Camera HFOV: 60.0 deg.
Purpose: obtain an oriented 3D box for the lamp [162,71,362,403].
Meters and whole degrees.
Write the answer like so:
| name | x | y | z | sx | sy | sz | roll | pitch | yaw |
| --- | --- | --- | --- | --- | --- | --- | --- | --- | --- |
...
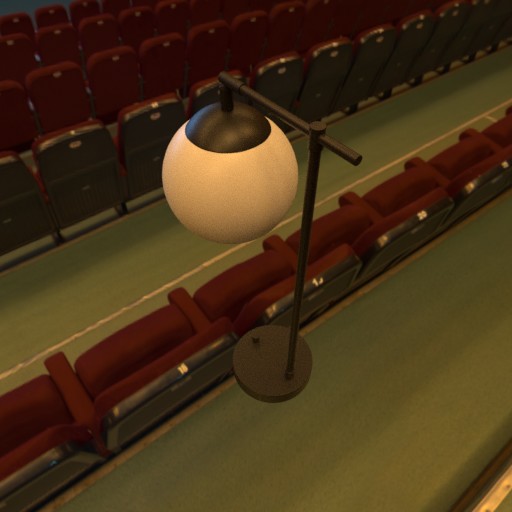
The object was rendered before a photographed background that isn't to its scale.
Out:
| name | x | y | z | sx | sy | sz | roll | pitch | yaw |
| --- | --- | --- | --- | --- | --- | --- | --- | --- | --- |
| lamp | 0.000 | 0.000 | 0.707 | 0.197 | 0.559 | 0.316 | -30 | 54 | -25 |
